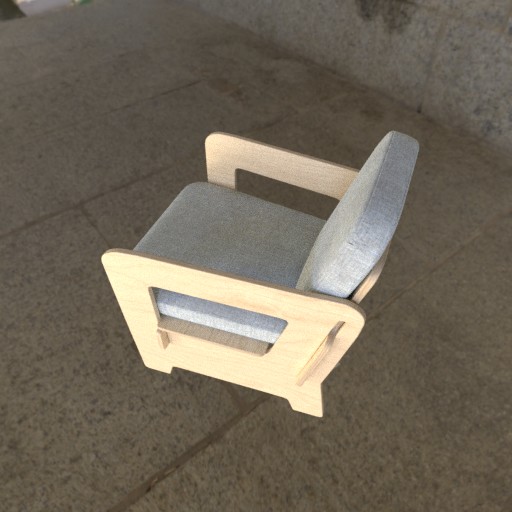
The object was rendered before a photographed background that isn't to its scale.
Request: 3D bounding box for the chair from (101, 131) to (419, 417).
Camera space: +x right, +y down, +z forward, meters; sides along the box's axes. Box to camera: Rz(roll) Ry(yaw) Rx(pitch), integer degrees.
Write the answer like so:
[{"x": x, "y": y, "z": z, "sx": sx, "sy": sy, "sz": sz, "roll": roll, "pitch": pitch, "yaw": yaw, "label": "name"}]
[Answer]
[{"x": 0.000, "y": 0.000, "z": 1.309, "sx": 0.710, "sy": 0.800, "sz": 0.590, "roll": 17, "pitch": 49, "yaw": 15, "label": "chair"}]
